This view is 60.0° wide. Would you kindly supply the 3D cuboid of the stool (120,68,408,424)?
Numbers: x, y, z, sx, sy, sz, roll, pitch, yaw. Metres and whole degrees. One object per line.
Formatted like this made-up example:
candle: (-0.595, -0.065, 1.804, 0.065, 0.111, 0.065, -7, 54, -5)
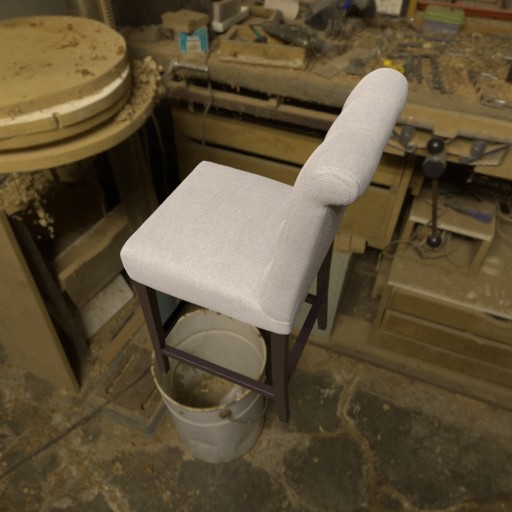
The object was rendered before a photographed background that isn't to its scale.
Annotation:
stool: (0.000, 0.000, 1.324, 0.601, 1.040, 0.493, 18, 48, 17)
